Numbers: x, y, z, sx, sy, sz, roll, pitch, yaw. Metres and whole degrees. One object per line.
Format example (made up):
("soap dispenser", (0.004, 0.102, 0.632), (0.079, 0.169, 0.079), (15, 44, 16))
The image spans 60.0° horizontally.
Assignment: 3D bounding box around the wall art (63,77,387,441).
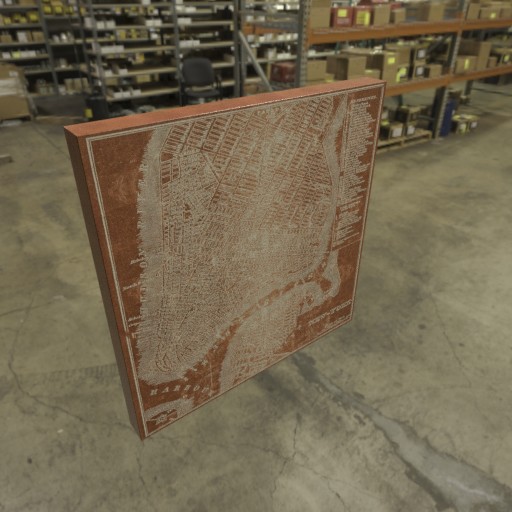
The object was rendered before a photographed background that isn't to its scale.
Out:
("wall art", (0.000, 0.000, 0.590), (0.403, 0.403, 0.035), (-22, 38, -31))
